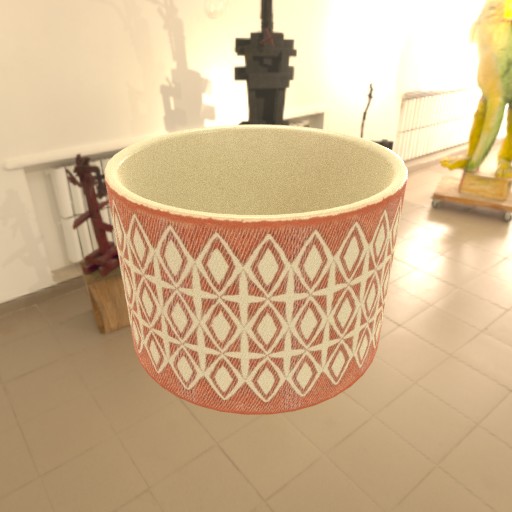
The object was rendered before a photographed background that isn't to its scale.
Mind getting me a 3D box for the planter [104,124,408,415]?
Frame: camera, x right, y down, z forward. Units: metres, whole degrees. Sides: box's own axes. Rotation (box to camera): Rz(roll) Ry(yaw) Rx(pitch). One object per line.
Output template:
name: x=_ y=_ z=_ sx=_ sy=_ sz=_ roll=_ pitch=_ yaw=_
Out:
planter: x=0.000 y=0.000 z=0.328 sx=0.192 sy=0.148 sz=0.192 roll=0 pitch=29 yaw=0
